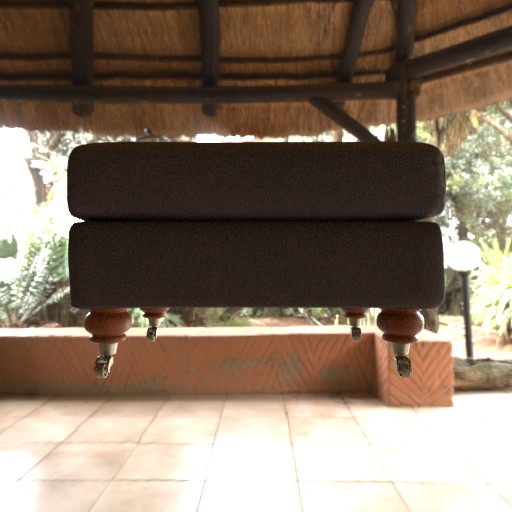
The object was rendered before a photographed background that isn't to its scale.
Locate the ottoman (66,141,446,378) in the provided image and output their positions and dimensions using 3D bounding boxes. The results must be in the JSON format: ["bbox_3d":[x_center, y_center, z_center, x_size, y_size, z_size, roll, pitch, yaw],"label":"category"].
[{"bbox_3d":[0.000,0.000,1.133,0.773,0.497,0.574,0,-1,0],"label":"ottoman"}]
